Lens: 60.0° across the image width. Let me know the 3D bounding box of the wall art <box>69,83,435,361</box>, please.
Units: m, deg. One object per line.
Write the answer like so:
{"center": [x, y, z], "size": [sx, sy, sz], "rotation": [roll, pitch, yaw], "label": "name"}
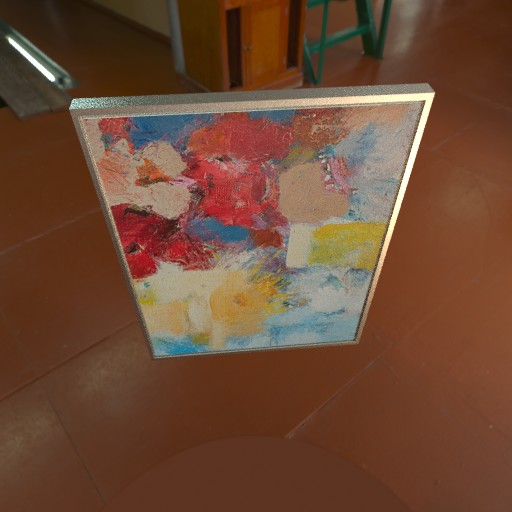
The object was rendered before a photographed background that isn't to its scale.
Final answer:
{"center": [0.000, 0.000, 0.749], "size": [0.444, 0.569, 0.025], "rotation": [-4, 46, -4], "label": "wall art"}
